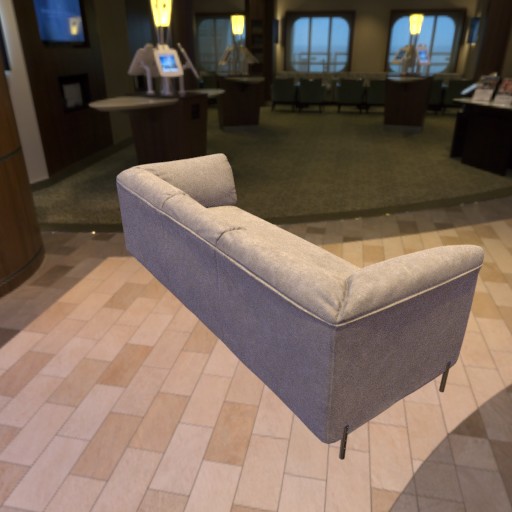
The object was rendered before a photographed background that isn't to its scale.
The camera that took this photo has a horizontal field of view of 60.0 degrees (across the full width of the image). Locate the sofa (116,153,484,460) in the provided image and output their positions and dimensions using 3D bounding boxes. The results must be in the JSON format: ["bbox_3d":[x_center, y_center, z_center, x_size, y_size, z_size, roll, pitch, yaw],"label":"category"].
[{"bbox_3d":[0.000,0.000,2.617,0.899,0.758,2.238,-17,30,-31],"label":"sofa"}]
